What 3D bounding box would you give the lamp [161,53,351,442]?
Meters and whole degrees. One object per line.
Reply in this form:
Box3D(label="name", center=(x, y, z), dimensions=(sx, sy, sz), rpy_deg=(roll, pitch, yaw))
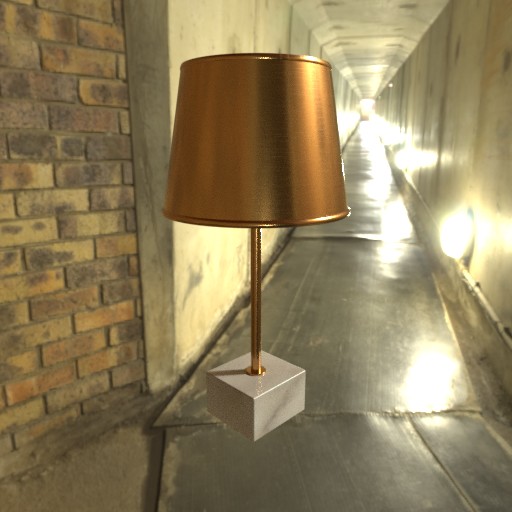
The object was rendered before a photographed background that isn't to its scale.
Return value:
Box3D(label="lamp", center=(0.000, 0.000, 0.513), dimensions=(0.208, 0.406, 0.208), rpy_deg=(0, 14, 0))
